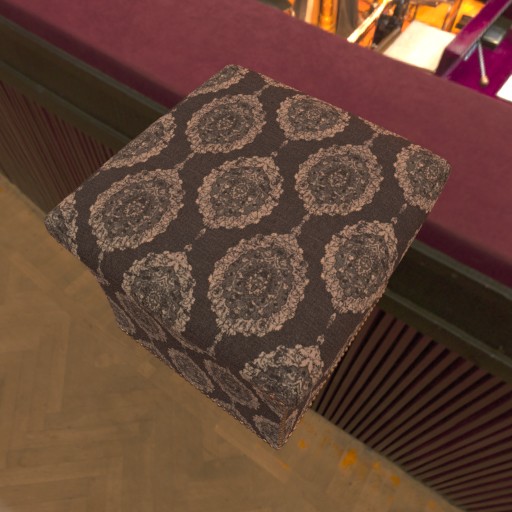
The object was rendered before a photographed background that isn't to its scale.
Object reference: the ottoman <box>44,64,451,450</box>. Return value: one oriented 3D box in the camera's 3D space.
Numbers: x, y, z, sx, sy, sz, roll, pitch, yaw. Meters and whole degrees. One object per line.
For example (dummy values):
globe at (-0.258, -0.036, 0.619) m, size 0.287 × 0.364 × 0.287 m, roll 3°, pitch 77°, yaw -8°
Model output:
ottoman at (0.000, 0.000, 0.886) m, size 0.497 × 0.475 × 0.507 m, roll 32°, pitch 63°, yaw 18°
